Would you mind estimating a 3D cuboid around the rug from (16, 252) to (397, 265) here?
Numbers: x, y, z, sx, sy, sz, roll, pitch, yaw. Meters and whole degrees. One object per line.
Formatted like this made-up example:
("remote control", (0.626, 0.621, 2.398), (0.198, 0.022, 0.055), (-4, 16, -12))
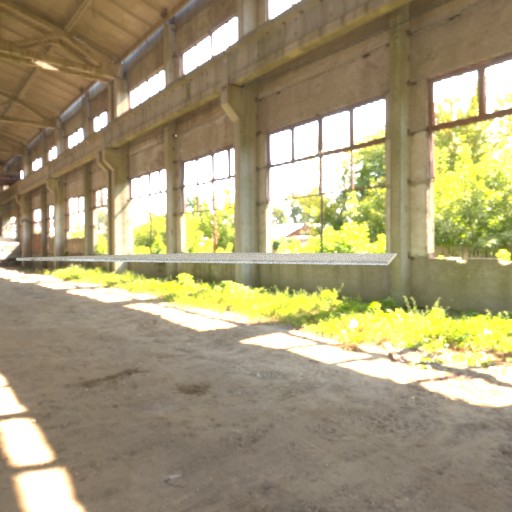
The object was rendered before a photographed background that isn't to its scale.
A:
("rug", (0.000, 0.000, 4.060), (2.420, 0.019, 3.038), (0, 1, 18))
